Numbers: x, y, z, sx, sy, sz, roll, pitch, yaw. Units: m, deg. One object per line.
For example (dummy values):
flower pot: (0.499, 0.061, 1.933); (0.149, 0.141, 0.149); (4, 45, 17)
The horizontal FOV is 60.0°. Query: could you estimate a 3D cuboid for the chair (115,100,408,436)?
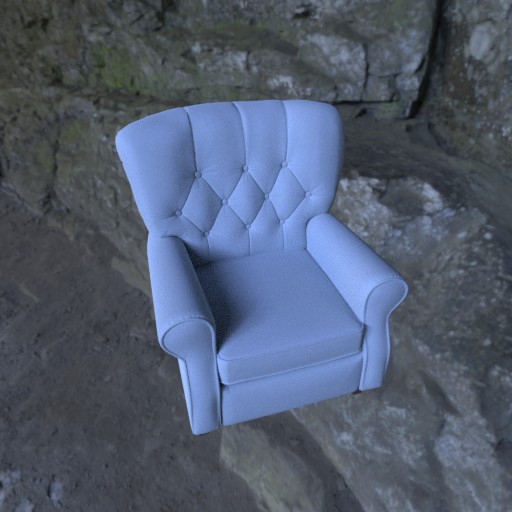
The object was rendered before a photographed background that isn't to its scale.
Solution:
chair: (0.000, 0.000, 2.094); (1.090, 1.217, 1.128); (-10, 34, -15)
